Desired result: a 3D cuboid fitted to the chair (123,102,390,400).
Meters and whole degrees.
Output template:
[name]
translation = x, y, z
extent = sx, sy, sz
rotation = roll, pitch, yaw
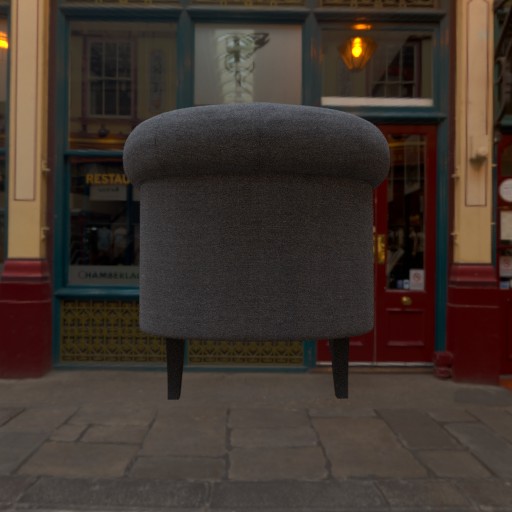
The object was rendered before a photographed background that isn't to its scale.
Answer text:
[chair]
translation = 0.000, 0.000, 1.550
extent = 0.905, 0.827, 0.852
rotation = 0, -1, -1
